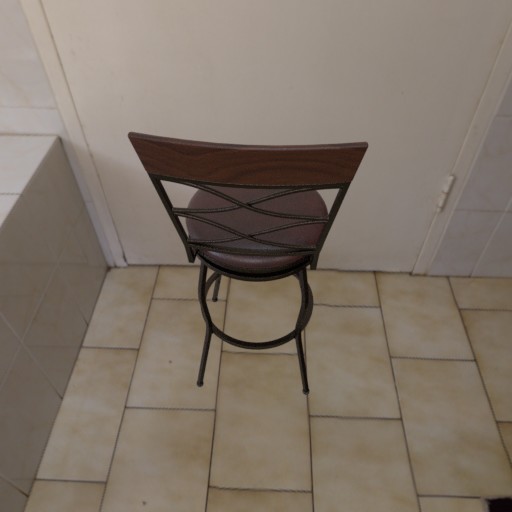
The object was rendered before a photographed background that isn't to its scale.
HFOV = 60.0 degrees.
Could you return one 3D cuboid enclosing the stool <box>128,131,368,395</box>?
[{"bbox_3d":[0.000,0.000,1.389,0.448,1.130,0.513,3,47,3],"label":"stool"}]
